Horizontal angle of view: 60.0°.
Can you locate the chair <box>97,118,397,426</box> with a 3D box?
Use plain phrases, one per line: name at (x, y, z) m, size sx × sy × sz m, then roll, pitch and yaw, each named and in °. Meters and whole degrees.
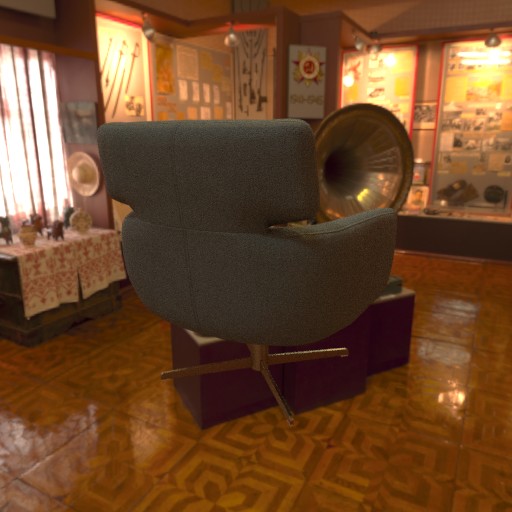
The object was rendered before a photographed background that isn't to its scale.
chair at (0.000, 0.000, 1.413) m, size 0.738 × 0.813 × 0.761 m, roll 9°, pitch 17°, yaw 29°
